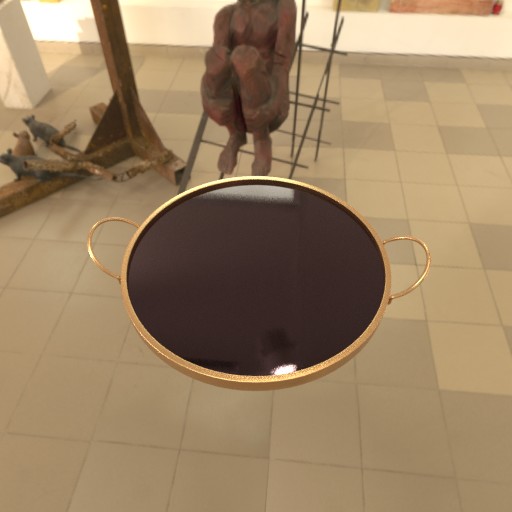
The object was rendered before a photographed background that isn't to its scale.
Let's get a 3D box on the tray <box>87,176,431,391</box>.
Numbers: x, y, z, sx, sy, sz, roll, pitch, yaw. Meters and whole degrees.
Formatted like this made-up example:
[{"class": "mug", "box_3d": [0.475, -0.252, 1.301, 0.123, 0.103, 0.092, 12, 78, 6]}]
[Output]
[{"class": "tray", "box_3d": [0.000, 0.000, 0.726, 0.543, 0.069, 0.438, 4, 48, 4]}]
